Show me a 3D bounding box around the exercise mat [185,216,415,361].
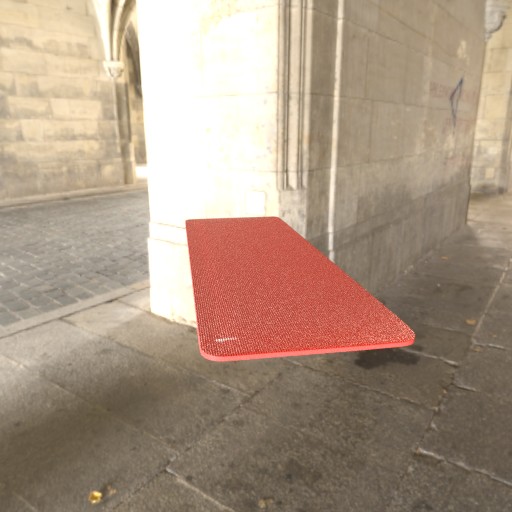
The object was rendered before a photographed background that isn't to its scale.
[{"bbox_3d":[0.000,0.000,2.068,0.616,0.021,1.869,-3,16,-10],"label":"exercise mat"}]
